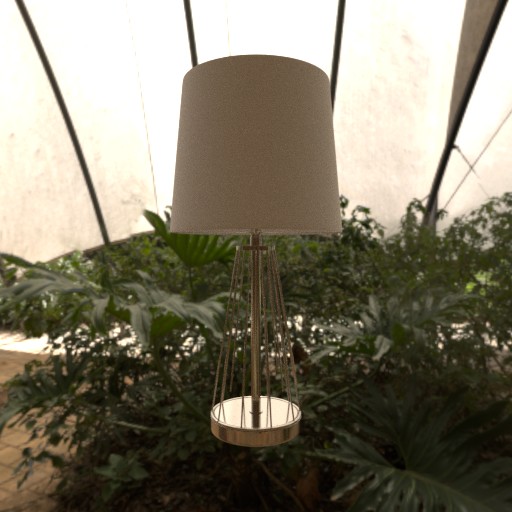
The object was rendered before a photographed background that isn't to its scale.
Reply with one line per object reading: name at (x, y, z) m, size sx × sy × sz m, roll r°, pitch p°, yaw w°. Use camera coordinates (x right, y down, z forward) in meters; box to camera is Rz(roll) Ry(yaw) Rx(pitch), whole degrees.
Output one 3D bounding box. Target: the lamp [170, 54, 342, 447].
lamp at (0.000, 0.000, 0.795) m, size 0.303 × 0.618 × 0.303 m, roll 0°, pitch 1°, yaw 0°
